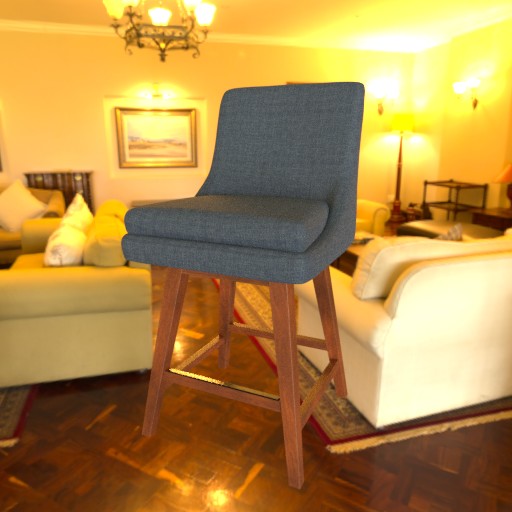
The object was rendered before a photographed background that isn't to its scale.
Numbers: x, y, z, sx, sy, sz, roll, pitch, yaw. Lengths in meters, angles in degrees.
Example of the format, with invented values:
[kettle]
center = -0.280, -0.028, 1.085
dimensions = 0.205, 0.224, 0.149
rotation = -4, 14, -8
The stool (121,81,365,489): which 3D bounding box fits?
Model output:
[stool]
center = 0.000, 0.000, 1.163
dimensions = 0.467, 0.895, 0.524
rotation = 7, 16, 25
